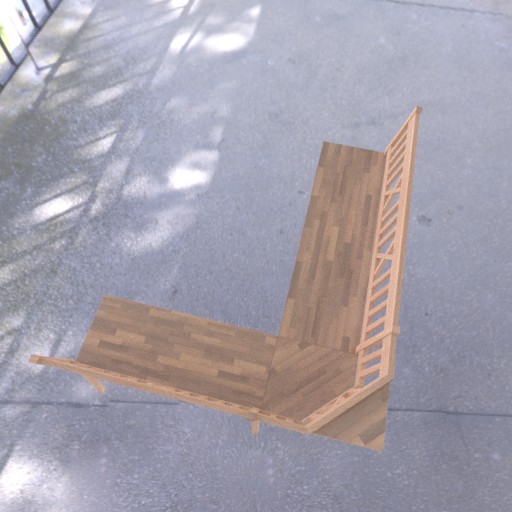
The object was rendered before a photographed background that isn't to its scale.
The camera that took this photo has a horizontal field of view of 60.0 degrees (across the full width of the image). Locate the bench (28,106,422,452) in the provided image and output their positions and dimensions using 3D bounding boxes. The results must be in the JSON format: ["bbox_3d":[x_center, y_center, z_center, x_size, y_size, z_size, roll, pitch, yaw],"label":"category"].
[{"bbox_3d":[0.000,0.000,2.652,1.537,0.902,1.937,12,63,7],"label":"bench"}]
